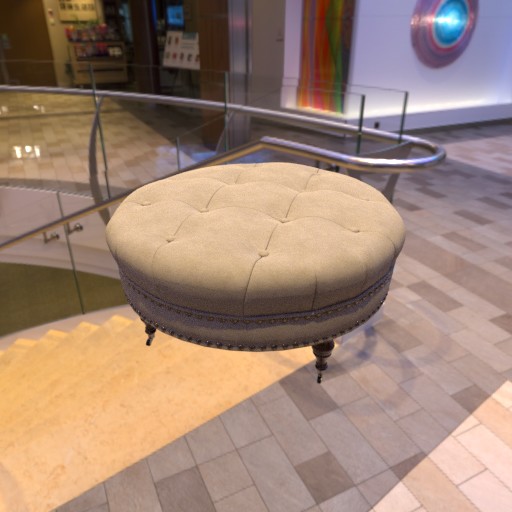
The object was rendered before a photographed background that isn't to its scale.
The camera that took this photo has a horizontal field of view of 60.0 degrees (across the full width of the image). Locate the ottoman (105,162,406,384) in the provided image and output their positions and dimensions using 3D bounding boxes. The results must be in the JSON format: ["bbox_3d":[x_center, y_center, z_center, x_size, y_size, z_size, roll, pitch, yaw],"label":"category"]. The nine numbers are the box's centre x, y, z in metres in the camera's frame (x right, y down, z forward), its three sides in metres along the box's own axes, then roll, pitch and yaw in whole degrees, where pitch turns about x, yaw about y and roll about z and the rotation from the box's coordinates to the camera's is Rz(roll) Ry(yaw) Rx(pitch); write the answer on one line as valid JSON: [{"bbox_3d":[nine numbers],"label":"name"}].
[{"bbox_3d":[0.000,0.000,1.439,0.901,0.439,0.901,0,27,0],"label":"ottoman"}]
